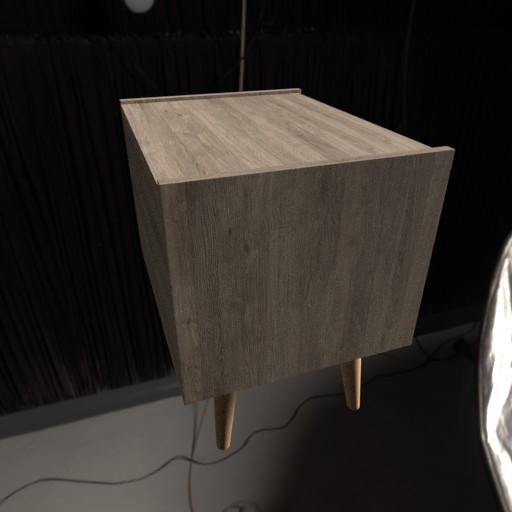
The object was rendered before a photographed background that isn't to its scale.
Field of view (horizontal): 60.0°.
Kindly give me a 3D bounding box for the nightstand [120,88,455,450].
[{"bbox_3d":[0.000,0.000,0.827,0.380,0.500,0.480,-10,31,-17],"label":"nightstand"}]
